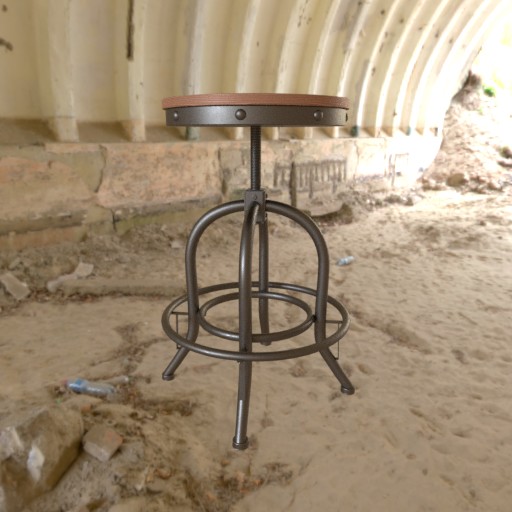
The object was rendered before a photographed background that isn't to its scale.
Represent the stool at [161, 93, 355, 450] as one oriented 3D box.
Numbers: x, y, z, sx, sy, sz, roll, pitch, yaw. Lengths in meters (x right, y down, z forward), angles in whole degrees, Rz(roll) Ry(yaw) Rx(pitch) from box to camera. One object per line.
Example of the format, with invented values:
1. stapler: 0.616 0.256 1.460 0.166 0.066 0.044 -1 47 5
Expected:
1. stool: 0.000 0.000 0.920 0.439 0.609 0.439 2 16 8
